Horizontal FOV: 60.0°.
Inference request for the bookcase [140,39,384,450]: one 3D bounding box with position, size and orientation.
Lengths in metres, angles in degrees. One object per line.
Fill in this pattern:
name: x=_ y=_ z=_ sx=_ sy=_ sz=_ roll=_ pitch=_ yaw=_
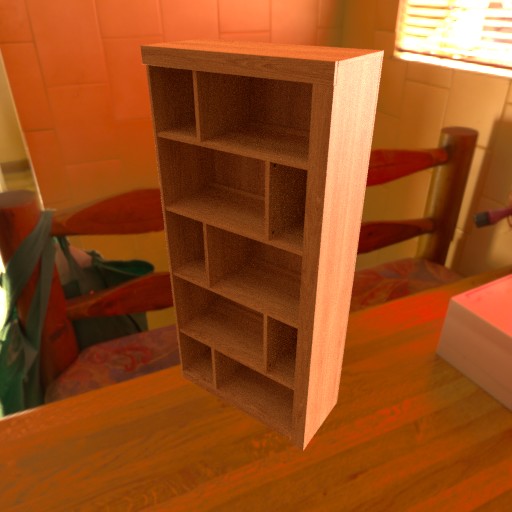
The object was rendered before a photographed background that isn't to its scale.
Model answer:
bookcase: x=0.000 y=0.000 z=2.365 sx=0.950 sy=2.020 sz=0.420 roll=20 pitch=36 yaw=30
